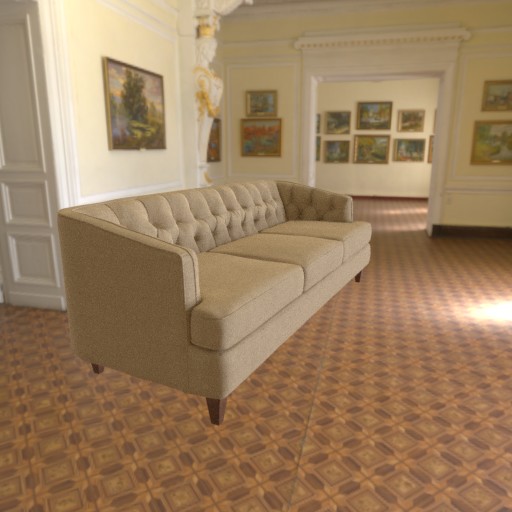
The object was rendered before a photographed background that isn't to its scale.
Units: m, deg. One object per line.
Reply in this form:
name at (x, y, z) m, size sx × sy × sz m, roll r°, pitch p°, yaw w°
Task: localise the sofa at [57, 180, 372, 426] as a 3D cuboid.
sofa at (0.000, 0.000, 2.687) m, size 0.913 × 0.788 × 2.235 m, roll 7°, pitch 15°, yaw 26°
